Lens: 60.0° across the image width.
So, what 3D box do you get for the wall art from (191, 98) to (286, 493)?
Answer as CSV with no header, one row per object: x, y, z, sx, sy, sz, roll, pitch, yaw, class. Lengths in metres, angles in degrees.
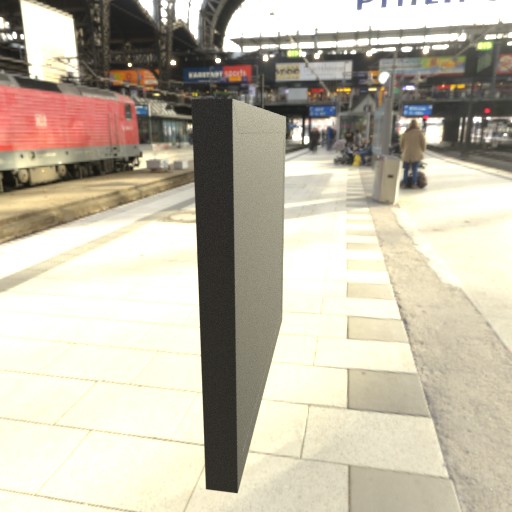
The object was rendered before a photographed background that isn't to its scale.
0.000,0.000,0.531,0.029,0.330,0.381,2,16,9,wall art
